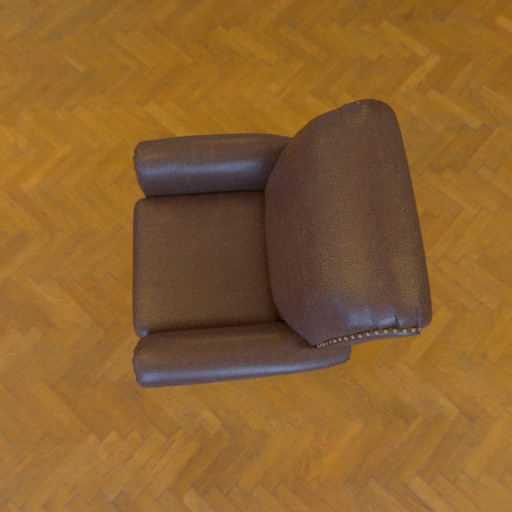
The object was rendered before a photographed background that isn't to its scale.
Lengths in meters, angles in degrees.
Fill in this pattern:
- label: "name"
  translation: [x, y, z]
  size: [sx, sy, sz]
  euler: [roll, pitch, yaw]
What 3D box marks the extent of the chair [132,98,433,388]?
- label: "chair"
  translation: [0.000, 0.000, 1.587]
  size: [0.890, 0.927, 0.854]
  euler: [-4, 74, -1]
